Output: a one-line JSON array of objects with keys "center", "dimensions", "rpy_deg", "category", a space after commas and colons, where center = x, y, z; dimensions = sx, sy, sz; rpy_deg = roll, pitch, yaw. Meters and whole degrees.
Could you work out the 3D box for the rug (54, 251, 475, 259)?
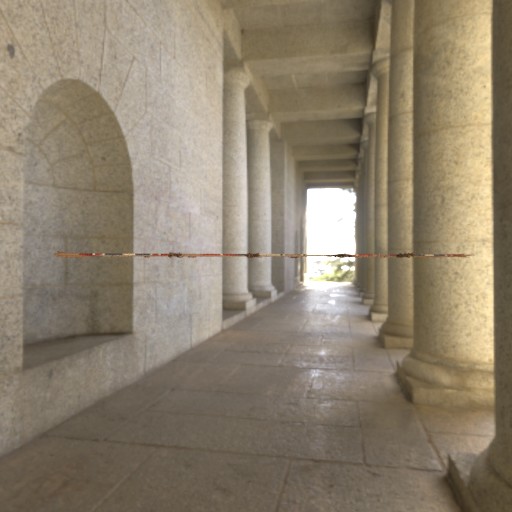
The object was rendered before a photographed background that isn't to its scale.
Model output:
[{"center": [0.000, 0.000, 3.106], "dimensions": [2.450, 0.048, 1.778], "rpy_deg": [0, 0, -18], "category": "rug"}]
